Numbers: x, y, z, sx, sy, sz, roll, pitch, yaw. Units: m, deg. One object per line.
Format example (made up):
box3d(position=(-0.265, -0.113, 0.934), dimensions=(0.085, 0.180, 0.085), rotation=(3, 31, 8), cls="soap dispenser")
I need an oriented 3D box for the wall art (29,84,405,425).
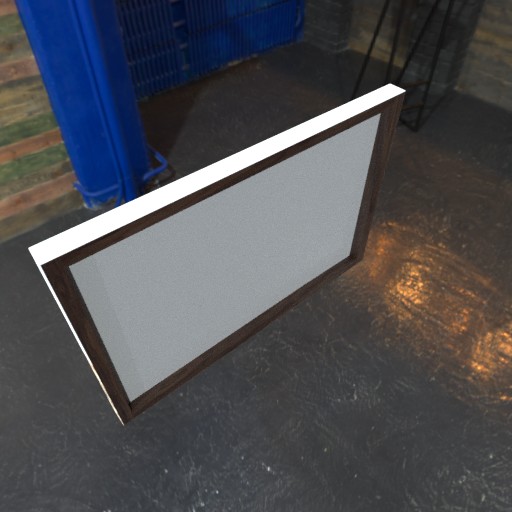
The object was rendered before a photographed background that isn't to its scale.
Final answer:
box3d(position=(0.000, 0.000, 1.124), dimensions=(0.914, 0.610, 0.050), rotation=(-31, 54, -26), cls="wall art")
